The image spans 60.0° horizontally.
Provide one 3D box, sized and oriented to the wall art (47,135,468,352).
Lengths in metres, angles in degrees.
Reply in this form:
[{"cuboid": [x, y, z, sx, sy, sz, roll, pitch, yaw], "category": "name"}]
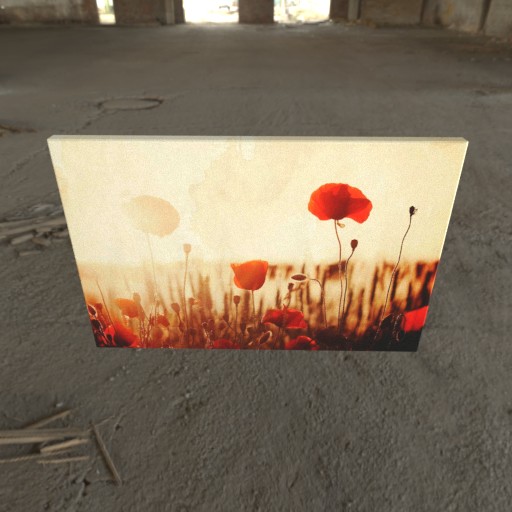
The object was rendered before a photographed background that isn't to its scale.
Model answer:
[{"cuboid": [0.000, 0.000, 1.129, 0.918, 0.602, 0.038, 1, 30, 1], "category": "wall art"}]
